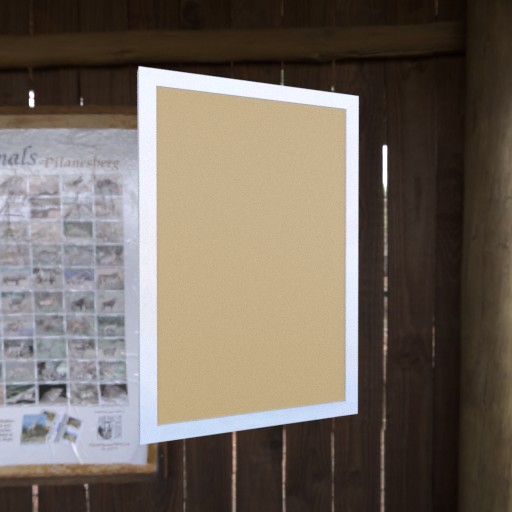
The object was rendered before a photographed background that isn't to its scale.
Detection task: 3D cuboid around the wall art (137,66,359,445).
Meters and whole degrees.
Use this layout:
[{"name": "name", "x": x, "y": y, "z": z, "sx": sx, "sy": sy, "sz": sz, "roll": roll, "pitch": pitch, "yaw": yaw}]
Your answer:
[{"name": "wall art", "x": 0.000, "y": 0.000, "z": 1.192, "sx": 0.612, "sy": 0.915, "sz": 0.039, "roll": 0, "pitch": 1, "yaw": -20}]
